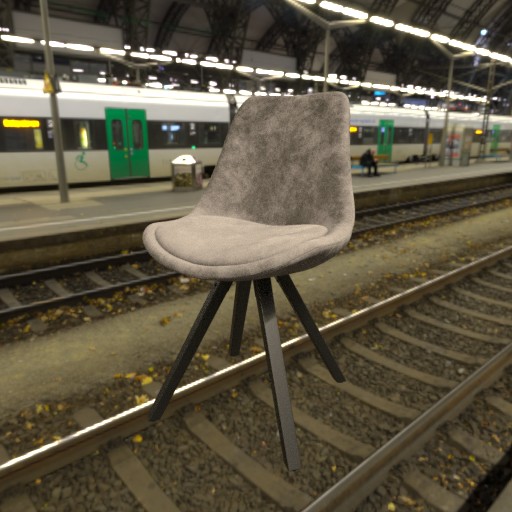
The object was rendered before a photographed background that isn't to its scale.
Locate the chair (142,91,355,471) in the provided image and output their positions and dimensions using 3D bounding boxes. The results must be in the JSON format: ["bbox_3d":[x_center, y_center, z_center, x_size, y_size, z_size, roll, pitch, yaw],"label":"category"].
[{"bbox_3d":[0.000,0.000,1.170,0.485,0.850,0.550,7,17,26],"label":"chair"}]
